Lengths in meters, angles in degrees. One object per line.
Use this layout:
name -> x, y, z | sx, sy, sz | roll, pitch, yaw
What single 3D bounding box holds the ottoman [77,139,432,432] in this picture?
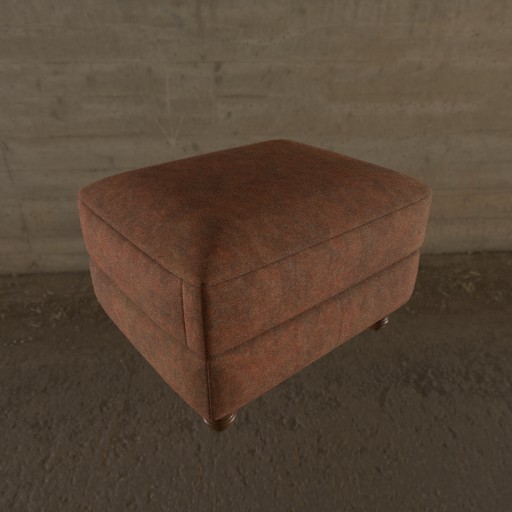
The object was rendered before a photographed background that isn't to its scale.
ottoman -> 0.000, 0.000, 1.225 | 0.787, 0.508, 0.635 | -22, 36, -34
